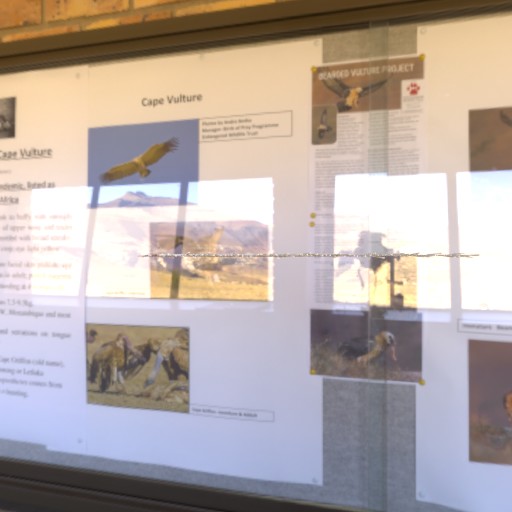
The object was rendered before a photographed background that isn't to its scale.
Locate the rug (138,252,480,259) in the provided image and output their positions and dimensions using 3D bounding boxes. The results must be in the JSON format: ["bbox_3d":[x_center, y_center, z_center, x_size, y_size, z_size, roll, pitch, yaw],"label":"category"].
[{"bbox_3d":[0.000,0.000,2.499,1.224,0.027,2.021,0,0,-17],"label":"rug"}]
